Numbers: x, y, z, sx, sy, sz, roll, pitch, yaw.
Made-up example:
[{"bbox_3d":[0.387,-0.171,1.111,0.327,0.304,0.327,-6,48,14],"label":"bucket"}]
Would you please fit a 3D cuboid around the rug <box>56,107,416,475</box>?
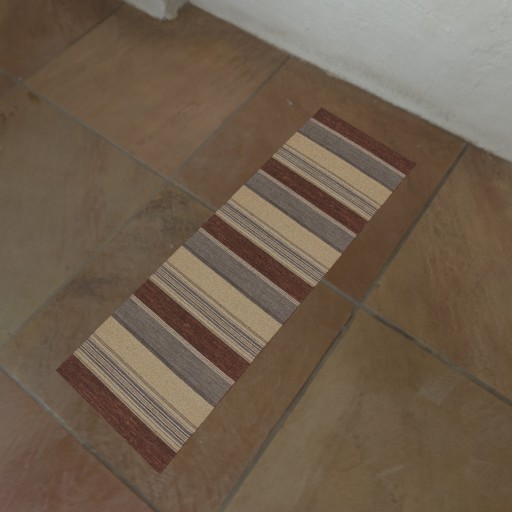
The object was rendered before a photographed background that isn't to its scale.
[{"bbox_3d":[0.000,0.000,2.691,0.792,0.006,2.437,37,70,16],"label":"rug"}]
